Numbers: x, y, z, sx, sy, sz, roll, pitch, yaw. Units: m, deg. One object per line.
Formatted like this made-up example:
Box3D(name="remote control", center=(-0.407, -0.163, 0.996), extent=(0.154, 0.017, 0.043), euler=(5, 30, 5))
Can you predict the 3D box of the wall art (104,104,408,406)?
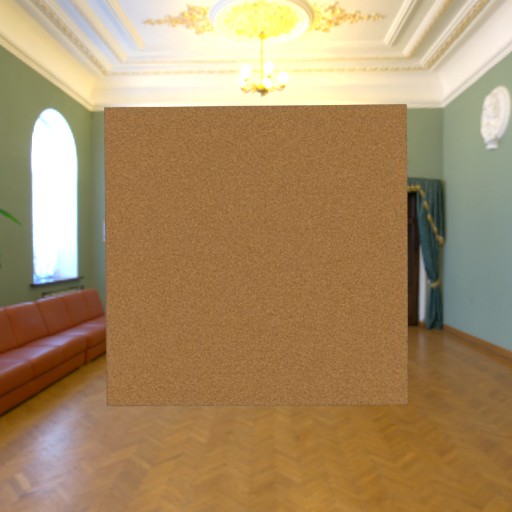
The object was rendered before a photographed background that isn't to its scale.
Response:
Box3D(name="wall art", center=(0.000, 0.000, 0.909), extent=(0.611, 0.608, 0.042), euler=(0, 1, 0))
